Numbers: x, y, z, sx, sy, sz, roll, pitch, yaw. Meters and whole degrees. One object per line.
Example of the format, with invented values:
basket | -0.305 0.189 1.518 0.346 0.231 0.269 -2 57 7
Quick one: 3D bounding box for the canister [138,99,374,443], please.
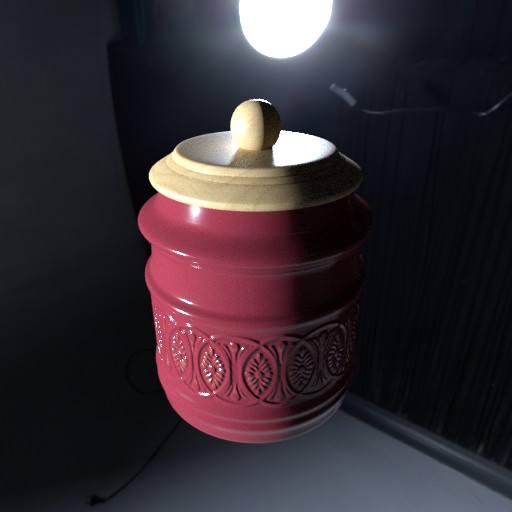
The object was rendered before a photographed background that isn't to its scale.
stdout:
canister | 0.000 0.000 0.263 0.130 0.176 0.130 0 27 0
